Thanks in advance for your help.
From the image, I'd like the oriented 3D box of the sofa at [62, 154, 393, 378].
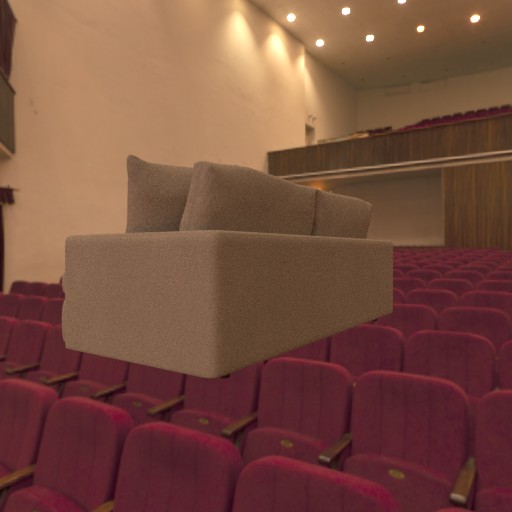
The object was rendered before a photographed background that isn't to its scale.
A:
[{"bbox_3d":[0.000,0.000,3.121,1.228,1.084,2.380,0,1,34],"label":"sofa"}]
